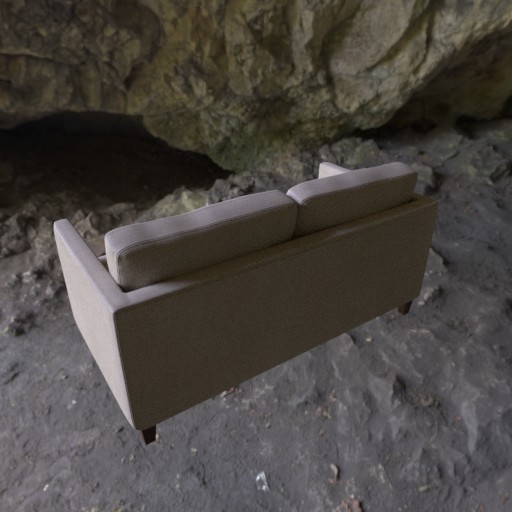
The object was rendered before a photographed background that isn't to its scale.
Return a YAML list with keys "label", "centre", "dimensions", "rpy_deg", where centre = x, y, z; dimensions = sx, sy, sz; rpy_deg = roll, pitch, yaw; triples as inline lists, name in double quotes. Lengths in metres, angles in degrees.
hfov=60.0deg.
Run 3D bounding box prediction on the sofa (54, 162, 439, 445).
- label: "sofa"
  centre: [0.000, 0.000, 2.429]
  dimensions: [1.846, 0.940, 0.950]
  rpy_deg: [-18, 33, -30]
